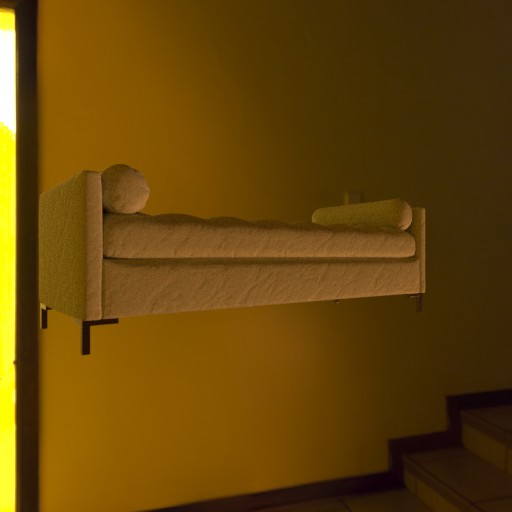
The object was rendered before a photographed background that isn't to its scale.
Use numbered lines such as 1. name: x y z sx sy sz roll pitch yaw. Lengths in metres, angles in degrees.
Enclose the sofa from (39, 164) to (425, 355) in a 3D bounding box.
1. sofa: 0.000 0.000 2.471 2.102 0.705 0.796 0 0 -36
